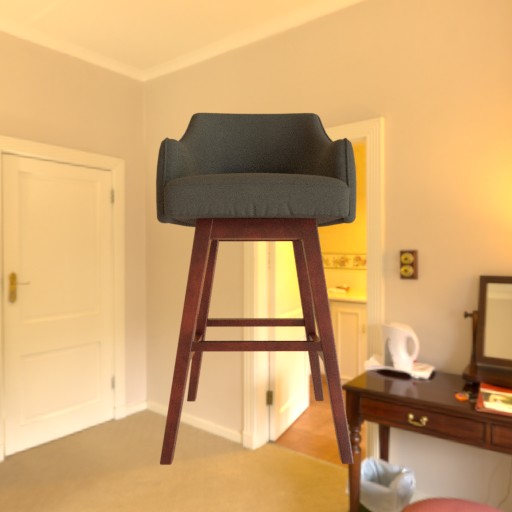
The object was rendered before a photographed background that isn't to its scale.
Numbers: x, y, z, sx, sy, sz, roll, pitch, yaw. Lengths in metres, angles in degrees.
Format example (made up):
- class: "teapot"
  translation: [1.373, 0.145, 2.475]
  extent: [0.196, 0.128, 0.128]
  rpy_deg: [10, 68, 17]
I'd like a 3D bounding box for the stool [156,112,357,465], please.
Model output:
- class: "stool"
  translation: [0.000, 0.000, 1.348]
  extent: [0.548, 1.012, 0.558]
  rpy_deg: [0, 1, 0]
